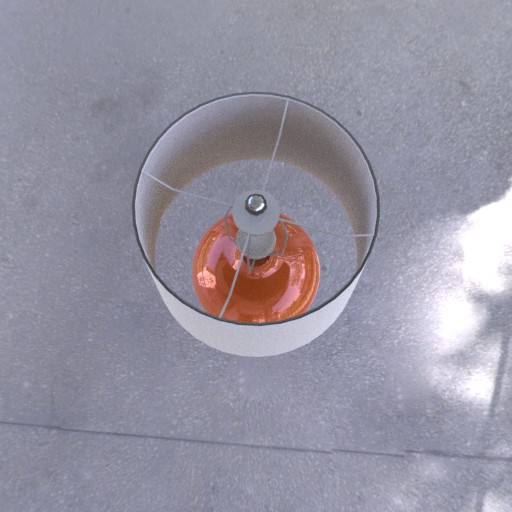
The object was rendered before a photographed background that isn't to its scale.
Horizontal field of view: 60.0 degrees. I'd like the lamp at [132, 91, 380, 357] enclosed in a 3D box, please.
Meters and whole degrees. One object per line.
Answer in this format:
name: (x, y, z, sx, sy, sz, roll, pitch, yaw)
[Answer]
lamp: (0.000, 0.000, 0.554, 0.247, 0.387, 0.247, 0, 76, 0)
